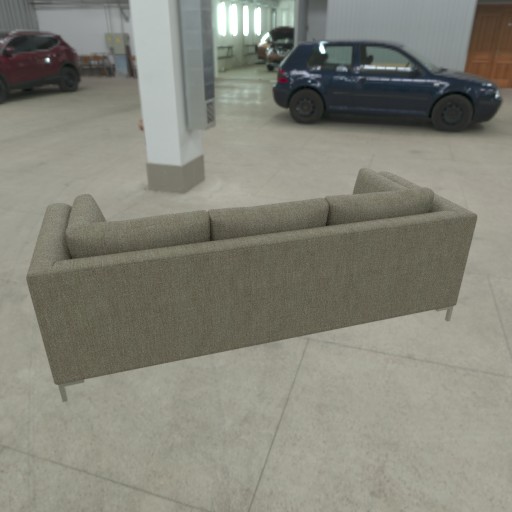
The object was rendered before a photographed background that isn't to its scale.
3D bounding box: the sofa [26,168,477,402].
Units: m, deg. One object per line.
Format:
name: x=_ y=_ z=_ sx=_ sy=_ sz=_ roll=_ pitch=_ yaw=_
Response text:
sofa: x=0.000 y=0.000 z=2.805 sx=2.415 sy=0.867 sz=0.969 roll=-8 pitch=28 yaw=-16
